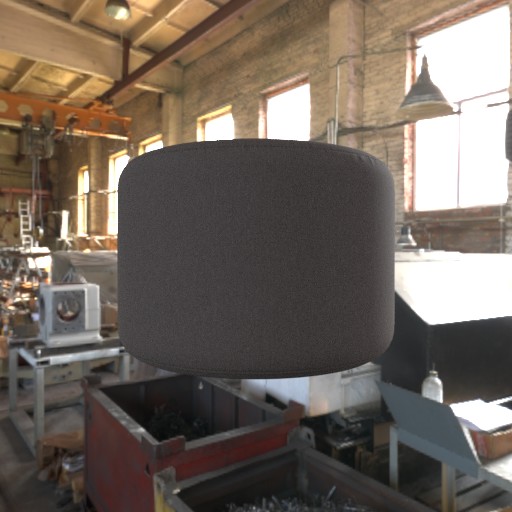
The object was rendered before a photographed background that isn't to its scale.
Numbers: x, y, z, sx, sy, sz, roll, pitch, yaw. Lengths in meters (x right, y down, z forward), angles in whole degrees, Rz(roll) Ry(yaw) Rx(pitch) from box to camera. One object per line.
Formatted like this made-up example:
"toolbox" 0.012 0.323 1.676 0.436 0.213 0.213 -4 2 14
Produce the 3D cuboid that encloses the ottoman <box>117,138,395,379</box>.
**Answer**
"ottoman" 0.000 0.000 1.017 0.608 0.433 0.608 0 1 0
